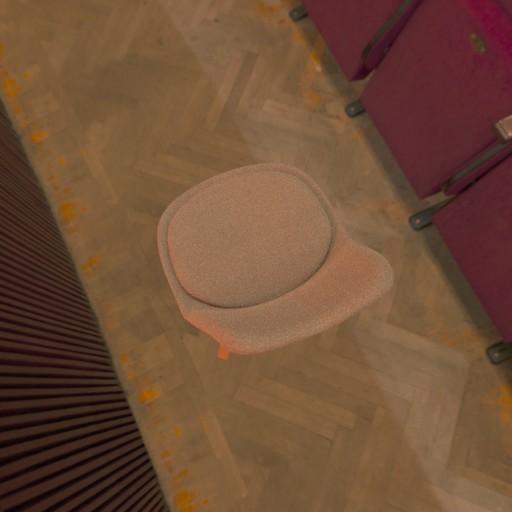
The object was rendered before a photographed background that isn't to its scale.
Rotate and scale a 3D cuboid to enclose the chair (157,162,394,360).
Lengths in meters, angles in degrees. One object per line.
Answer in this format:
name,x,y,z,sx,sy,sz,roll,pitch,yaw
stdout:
chair,0.000,0.000,1.195,0.474,0.863,0.549,-23,75,-7
